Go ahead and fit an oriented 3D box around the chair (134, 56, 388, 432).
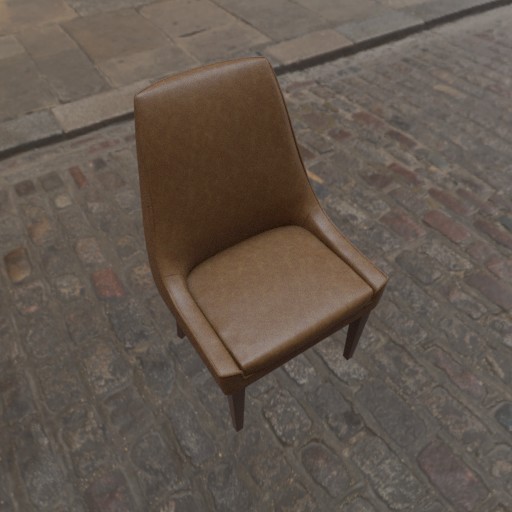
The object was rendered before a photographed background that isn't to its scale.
[{"bbox_3d":[0.000,0.000,1.223,0.529,0.861,0.544,-26,53,-22],"label":"chair"}]
